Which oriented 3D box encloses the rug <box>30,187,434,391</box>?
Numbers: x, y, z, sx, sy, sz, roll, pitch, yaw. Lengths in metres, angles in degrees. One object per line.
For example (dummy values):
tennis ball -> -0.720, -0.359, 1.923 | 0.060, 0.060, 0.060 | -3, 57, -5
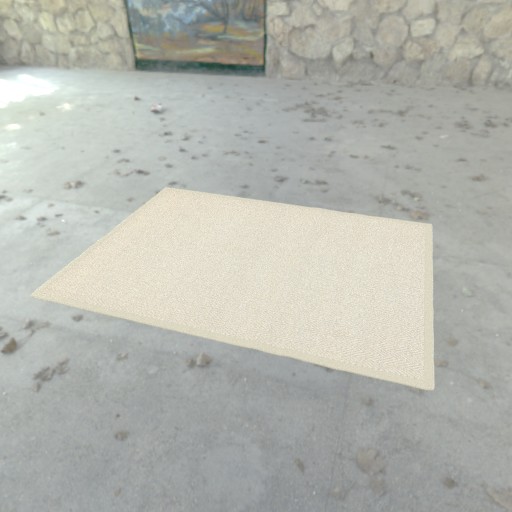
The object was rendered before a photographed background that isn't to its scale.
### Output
rug -> 0.000, 0.000, 4.833 | 3.659, 0.037, 2.734 | 10, 33, 15
